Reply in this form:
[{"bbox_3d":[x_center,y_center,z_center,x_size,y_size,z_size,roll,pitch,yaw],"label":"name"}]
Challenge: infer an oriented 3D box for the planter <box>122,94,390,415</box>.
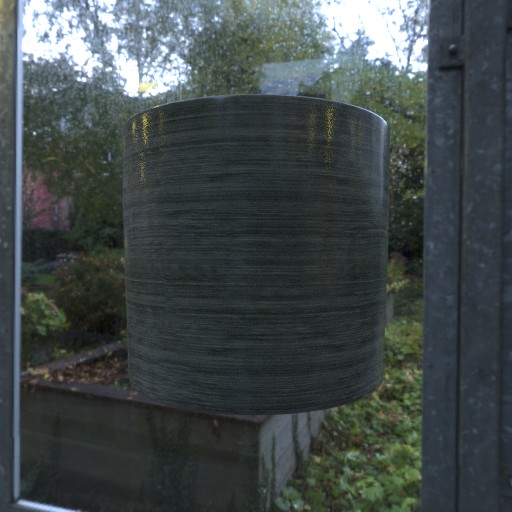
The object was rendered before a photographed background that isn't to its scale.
[{"bbox_3d":[0.000,0.000,0.383,0.221,0.201,0.221,0,1,0],"label":"planter"}]
